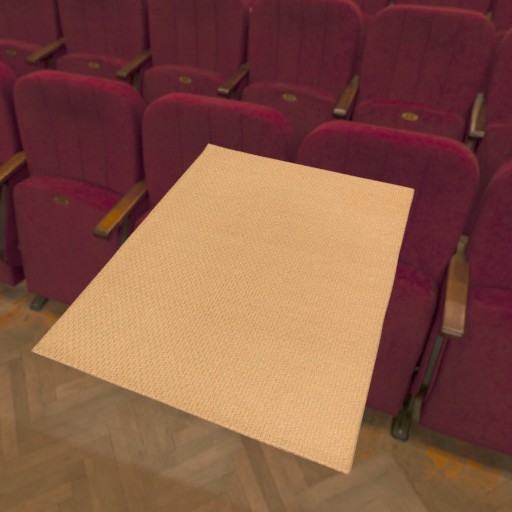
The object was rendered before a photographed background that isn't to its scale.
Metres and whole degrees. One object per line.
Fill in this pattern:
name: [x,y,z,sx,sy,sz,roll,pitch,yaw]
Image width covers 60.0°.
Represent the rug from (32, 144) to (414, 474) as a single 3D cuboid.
rug: [0.000,0.000,3.769,2.277,0.035,2.897,16,48,15]
